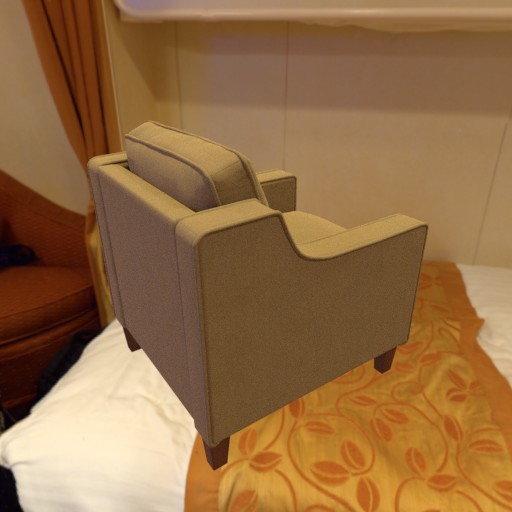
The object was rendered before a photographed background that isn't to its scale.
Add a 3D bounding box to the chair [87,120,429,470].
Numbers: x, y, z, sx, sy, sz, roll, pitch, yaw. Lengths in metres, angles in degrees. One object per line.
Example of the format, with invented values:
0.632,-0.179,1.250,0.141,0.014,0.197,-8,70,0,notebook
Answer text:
0.000,0.000,1.664,0.909,0.960,0.831,-17,31,-31,chair
